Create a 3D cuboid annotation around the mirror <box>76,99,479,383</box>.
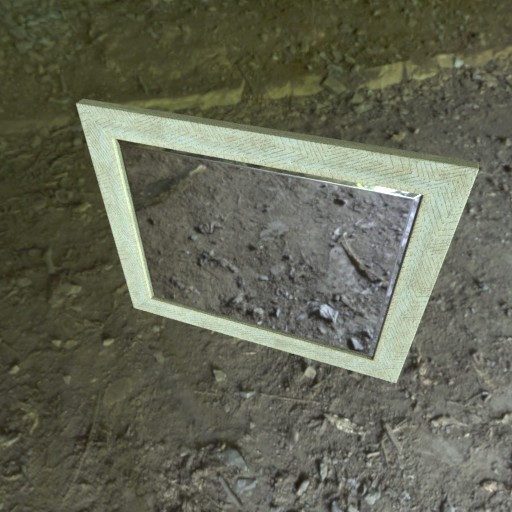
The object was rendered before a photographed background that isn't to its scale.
[{"bbox_3d":[0.000,0.000,1.119,0.839,0.689,0.028,13,44,14],"label":"mirror"}]
